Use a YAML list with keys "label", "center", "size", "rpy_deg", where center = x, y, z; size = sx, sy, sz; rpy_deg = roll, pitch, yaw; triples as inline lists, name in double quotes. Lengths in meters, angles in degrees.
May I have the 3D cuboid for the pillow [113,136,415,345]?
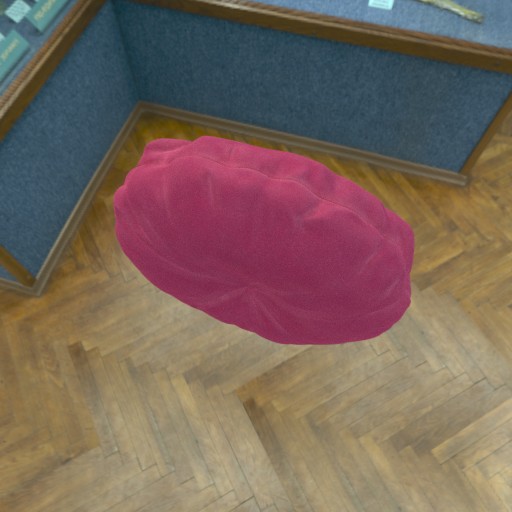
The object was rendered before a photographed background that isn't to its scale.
- label: "pillow"
  center: [0.000, 0.000, 0.627]
  size: [0.428, 0.407, 0.148]
  rpy_deg: [17, 64, 9]
